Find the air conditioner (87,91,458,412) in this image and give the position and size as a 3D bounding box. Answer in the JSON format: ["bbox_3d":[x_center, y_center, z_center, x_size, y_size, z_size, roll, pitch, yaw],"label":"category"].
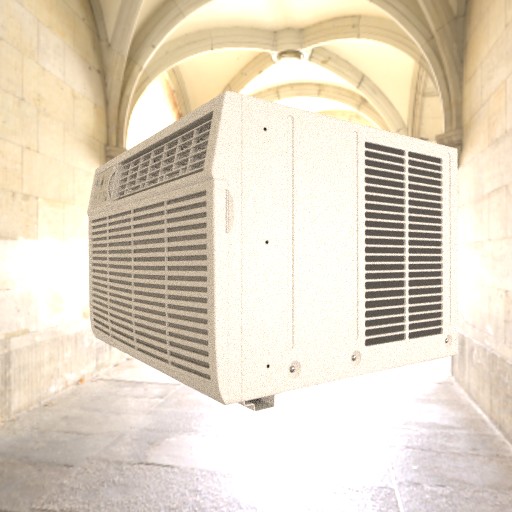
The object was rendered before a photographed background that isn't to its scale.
[{"bbox_3d":[0.000,0.000,1.029,0.599,0.455,0.645,0,0,-35],"label":"air conditioner"}]
